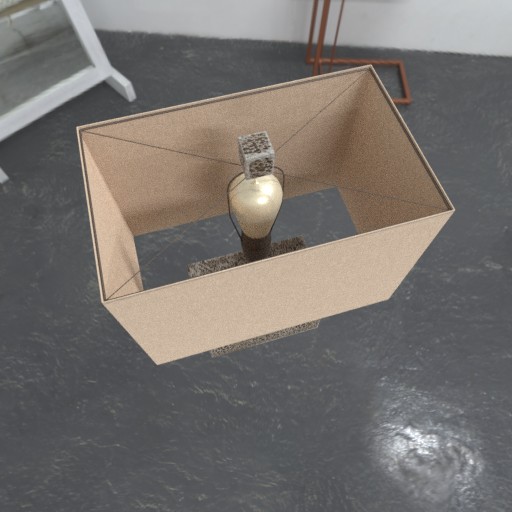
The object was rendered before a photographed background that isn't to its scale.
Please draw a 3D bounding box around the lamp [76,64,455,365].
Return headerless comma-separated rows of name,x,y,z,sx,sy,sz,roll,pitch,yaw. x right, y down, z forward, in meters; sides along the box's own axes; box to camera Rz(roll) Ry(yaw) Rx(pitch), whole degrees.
lamp,0.000,0.000,0.548,0.294,0.411,0.180,-15,65,-7
